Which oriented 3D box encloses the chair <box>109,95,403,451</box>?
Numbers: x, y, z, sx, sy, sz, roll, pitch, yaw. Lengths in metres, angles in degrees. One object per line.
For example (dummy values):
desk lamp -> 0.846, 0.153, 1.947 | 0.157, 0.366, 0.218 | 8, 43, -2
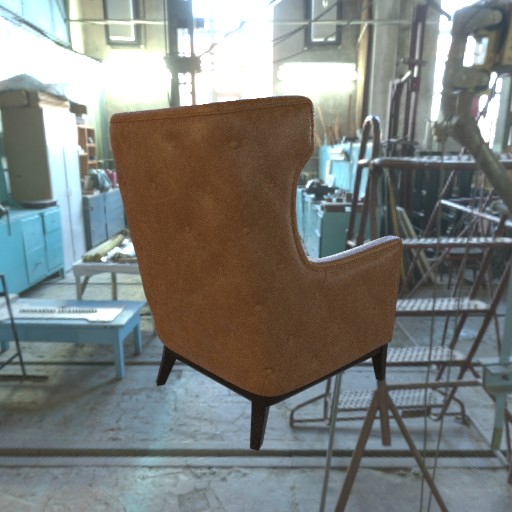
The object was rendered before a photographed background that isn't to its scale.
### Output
chair -> 0.000, 0.000, 1.681 | 0.899, 1.079, 0.766 | -13, 19, -43
